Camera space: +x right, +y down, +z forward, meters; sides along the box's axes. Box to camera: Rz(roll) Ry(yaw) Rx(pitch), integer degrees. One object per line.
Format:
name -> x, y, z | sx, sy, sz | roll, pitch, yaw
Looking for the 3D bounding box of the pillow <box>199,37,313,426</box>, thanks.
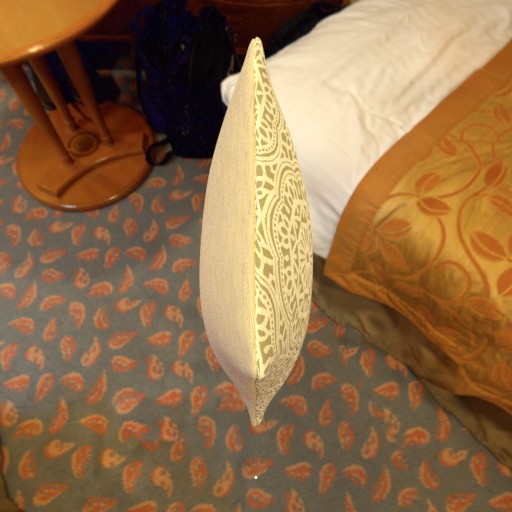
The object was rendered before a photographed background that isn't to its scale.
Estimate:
pillow -> 0.000, 0.000, 0.657 | 0.167, 0.421, 0.438 | 0, 63, 0
